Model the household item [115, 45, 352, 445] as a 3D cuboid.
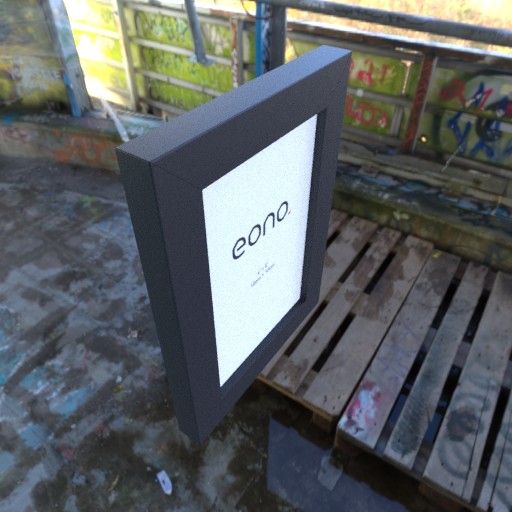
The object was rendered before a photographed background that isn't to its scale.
[{"bbox_3d":[0.000,0.000,0.234,0.022,0.178,0.133,25,47,26],"label":"household item"}]
